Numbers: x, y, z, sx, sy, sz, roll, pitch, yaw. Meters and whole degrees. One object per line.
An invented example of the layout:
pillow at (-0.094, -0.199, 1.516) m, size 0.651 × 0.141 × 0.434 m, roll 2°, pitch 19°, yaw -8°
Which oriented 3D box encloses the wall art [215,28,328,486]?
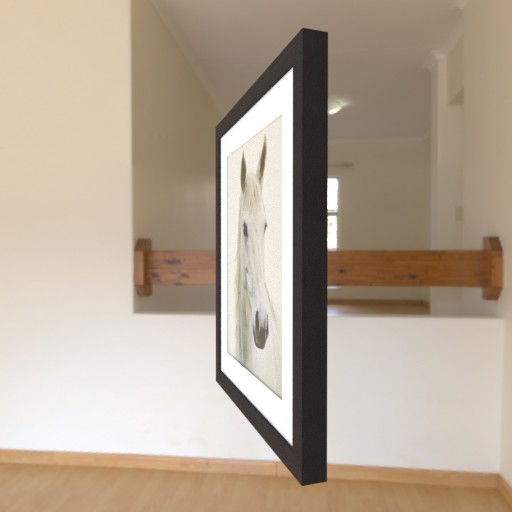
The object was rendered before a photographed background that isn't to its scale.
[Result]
wall art at (0.000, 0.000, 0.755) m, size 0.034 × 0.552 × 0.455 m, roll 0°, pitch 1°, yaw -18°
